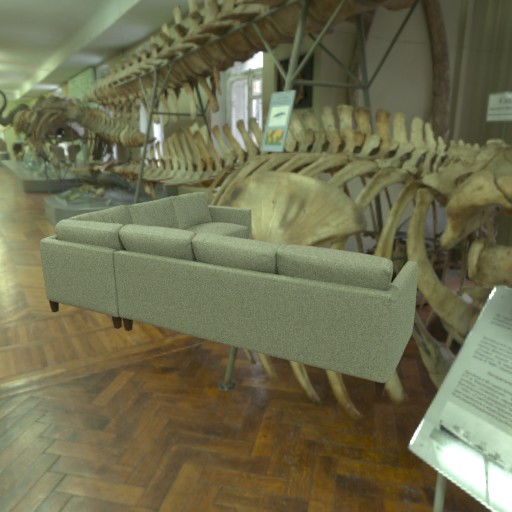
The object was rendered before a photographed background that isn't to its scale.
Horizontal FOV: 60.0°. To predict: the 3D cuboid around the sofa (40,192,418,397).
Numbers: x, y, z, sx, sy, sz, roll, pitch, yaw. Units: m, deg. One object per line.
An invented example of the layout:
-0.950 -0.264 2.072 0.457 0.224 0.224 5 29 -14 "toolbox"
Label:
0.000 0.000 4.566 3.302 0.947 2.593 8 17 27 "sofa"
